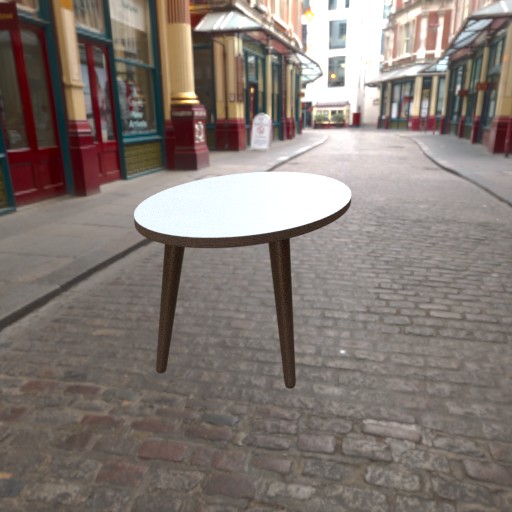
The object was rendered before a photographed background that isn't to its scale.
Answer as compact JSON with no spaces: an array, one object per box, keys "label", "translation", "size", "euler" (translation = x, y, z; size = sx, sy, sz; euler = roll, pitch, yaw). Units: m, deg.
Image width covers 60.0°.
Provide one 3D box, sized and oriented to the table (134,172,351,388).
[{"label":"table","translation":[0.000,0.000,1.340],"size":[0.542,0.390,1.083],"euler":[3,17,11]}]
